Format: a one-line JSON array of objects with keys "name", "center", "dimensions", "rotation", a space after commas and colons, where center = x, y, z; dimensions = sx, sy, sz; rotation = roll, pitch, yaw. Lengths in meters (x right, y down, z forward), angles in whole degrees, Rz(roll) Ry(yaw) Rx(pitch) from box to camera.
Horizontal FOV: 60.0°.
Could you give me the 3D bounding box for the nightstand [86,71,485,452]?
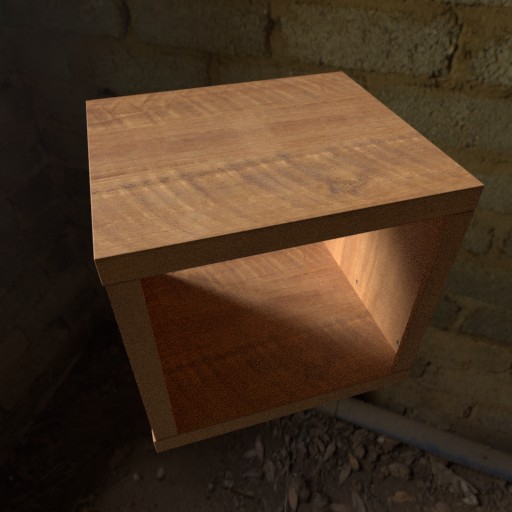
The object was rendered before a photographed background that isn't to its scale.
[{"name": "nightstand", "center": [0.000, 0.000, 0.840], "dimensions": [0.493, 0.491, 0.436], "rotation": [-12, 43, -13]}]
